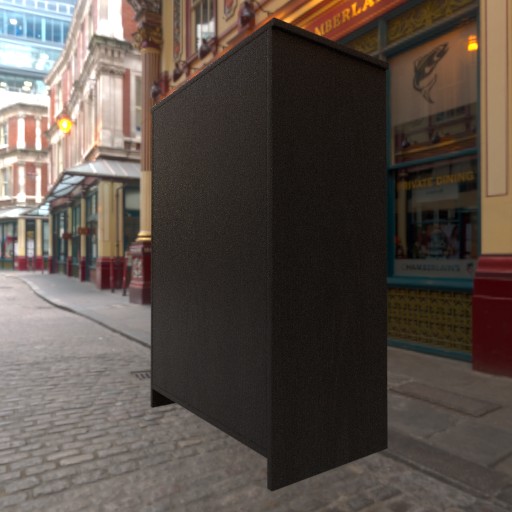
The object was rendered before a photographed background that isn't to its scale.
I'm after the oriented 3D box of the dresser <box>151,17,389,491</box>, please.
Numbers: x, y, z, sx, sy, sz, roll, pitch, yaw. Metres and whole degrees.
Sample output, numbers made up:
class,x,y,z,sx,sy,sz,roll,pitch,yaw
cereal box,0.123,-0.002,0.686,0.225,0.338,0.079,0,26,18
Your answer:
class,x,y,z,sx,sy,sz,roll,pitch,yaw
dresser,0.000,0.000,1.348,0.398,1.020,0.700,1,-1,-35
